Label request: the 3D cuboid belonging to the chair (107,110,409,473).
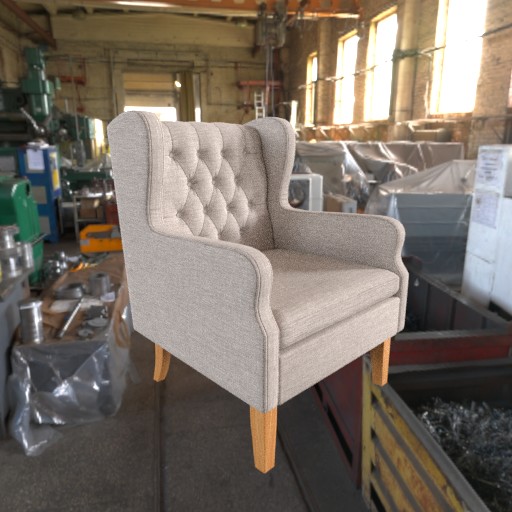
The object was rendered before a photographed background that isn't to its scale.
[{"bbox_3d":[0.000,0.000,1.493,0.760,0.930,0.710,14,20,43],"label":"chair"}]
